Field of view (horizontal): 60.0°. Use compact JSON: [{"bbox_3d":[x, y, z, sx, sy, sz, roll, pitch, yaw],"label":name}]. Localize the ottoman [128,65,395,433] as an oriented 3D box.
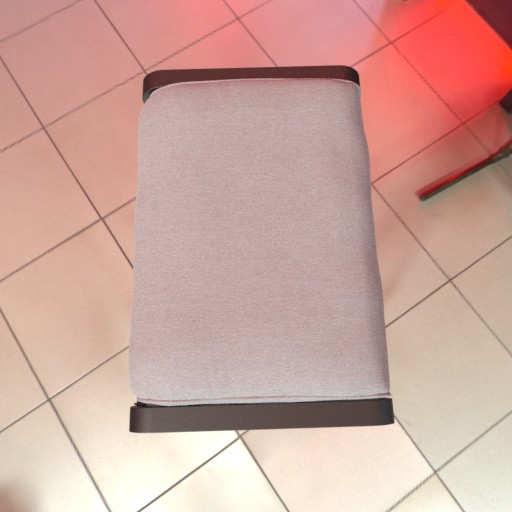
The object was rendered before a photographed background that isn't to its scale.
[{"bbox_3d":[0.000,0.000,0.883,0.406,0.422,0.610,-2,75,0],"label":"ottoman"}]
